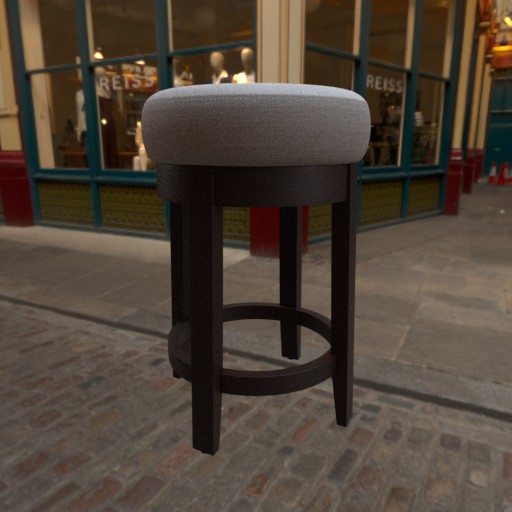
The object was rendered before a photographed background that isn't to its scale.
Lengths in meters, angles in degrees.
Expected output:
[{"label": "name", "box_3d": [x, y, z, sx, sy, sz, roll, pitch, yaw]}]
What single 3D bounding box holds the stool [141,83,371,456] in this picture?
[{"label": "stool", "box_3d": [0.000, 0.000, 0.946, 0.443, 0.672, 0.443, 0, 14, 0]}]
